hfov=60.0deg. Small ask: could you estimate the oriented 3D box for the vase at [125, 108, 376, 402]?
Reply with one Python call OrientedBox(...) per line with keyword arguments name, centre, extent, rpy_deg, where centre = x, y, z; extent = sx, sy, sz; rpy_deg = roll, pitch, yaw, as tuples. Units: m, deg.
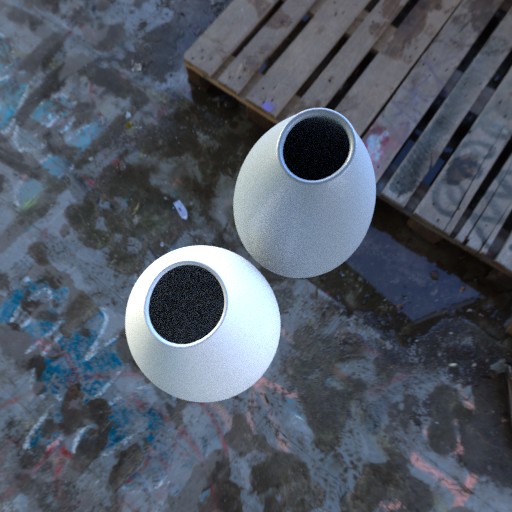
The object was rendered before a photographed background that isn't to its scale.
OrientedBox(name="vase", centre=(0.000, 0.000, 0.263), extent=(0.089, 0.131, 0.187), rpy_deg=(37, 77, 10))
